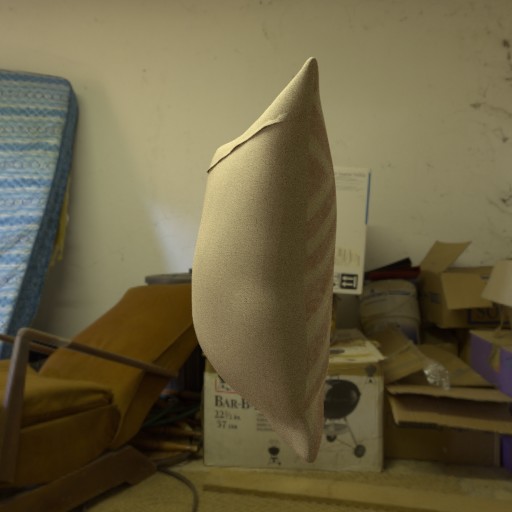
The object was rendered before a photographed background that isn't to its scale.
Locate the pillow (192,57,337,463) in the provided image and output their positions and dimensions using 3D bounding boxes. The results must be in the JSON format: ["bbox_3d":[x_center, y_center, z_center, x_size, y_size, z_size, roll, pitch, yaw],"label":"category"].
[{"bbox_3d":[0.000,0.000,0.680,0.182,0.441,0.440,0,1,-18],"label":"pillow"}]
